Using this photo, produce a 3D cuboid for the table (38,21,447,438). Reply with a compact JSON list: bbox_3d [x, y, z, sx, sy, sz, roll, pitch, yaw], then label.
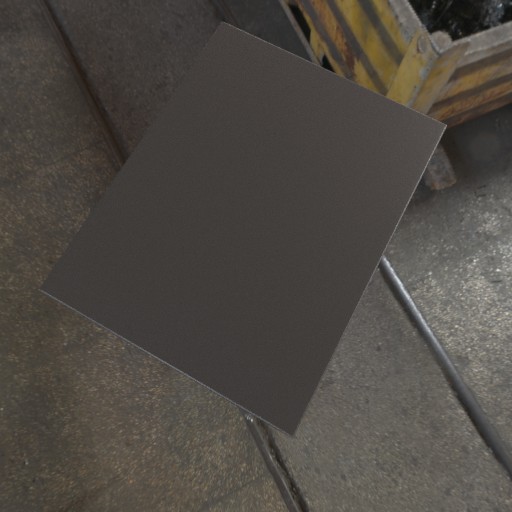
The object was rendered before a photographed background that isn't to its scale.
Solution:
[{"bbox_3d":[0.000,0.000,1.021,0.451,0.646,0.564,28,77,7],"label":"table"}]
